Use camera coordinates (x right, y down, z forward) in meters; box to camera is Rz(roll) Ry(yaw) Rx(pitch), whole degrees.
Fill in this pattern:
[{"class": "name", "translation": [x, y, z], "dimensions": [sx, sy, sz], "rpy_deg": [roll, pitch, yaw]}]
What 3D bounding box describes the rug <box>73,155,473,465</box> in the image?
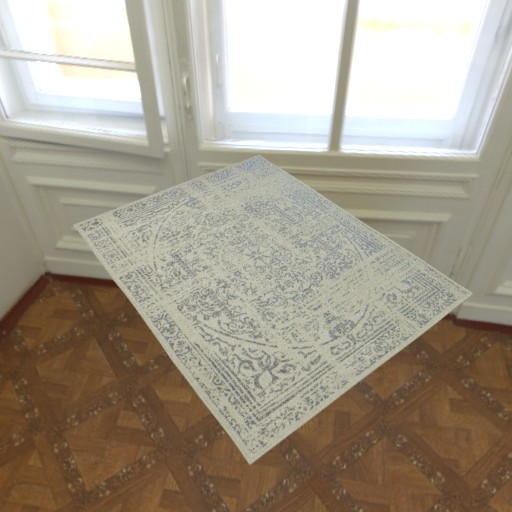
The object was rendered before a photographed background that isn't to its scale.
[{"class": "rug", "translation": [0.000, 0.000, 4.003], "dimensions": [2.311, 0.032, 2.921], "rpy_deg": [-27, 48, -27]}]
